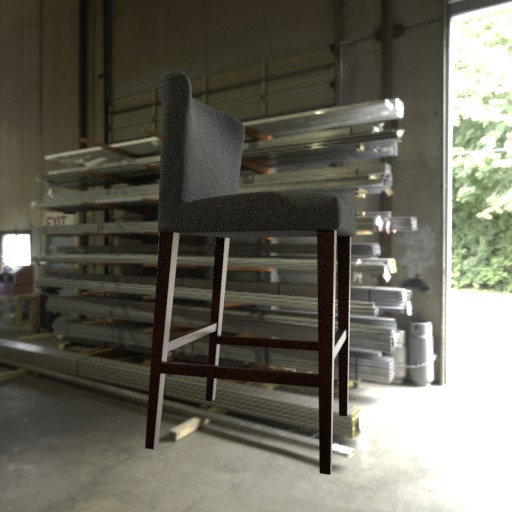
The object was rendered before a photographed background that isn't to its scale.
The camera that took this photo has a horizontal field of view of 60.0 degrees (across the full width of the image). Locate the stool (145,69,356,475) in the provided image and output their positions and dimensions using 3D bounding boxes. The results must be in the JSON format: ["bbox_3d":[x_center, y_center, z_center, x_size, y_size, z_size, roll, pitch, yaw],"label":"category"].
[{"bbox_3d":[0.000,0.000,1.360,0.568,1.069,0.486,0,0,17],"label":"stool"}]
